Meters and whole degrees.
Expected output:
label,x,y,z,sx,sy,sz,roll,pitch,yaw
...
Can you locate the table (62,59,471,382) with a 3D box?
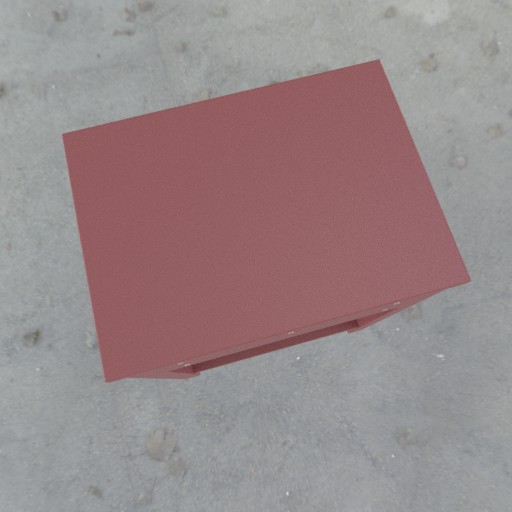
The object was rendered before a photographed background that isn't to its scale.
label,x,y,z,sx,sy,sz,roll,pitch,yaw
table,0.000,0.000,1.083,0.599,0.686,0.451,-15,75,-4
